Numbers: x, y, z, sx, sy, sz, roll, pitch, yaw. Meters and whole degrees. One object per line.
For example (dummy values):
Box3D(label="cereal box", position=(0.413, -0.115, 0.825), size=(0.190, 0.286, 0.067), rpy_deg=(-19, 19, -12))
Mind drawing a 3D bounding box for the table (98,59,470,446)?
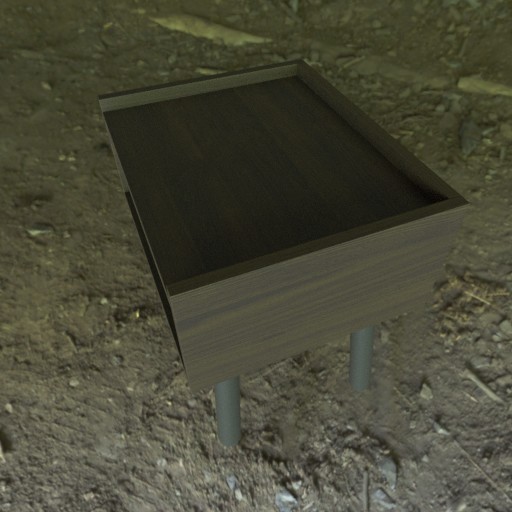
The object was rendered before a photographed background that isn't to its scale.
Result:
Box3D(label="table", position=(0.000, 0.000, 0.796), size=(0.370, 0.470, 0.450), rpy_deg=(-17, 49, -15))
